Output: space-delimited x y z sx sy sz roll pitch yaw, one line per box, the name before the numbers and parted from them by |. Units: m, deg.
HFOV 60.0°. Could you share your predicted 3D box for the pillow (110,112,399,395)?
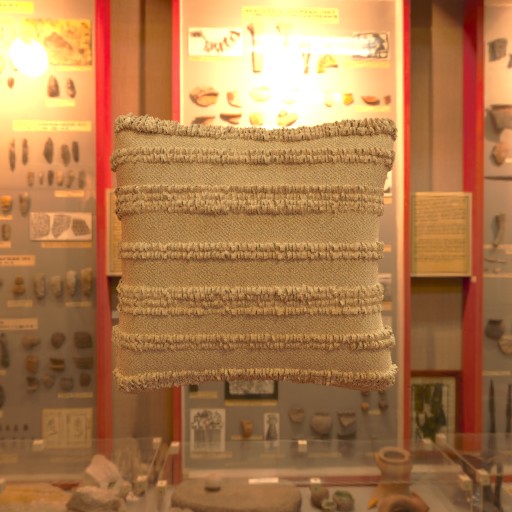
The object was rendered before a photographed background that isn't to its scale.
pillow | 0.000 0.000 0.673 0.437 0.427 0.145 0 1 -1
